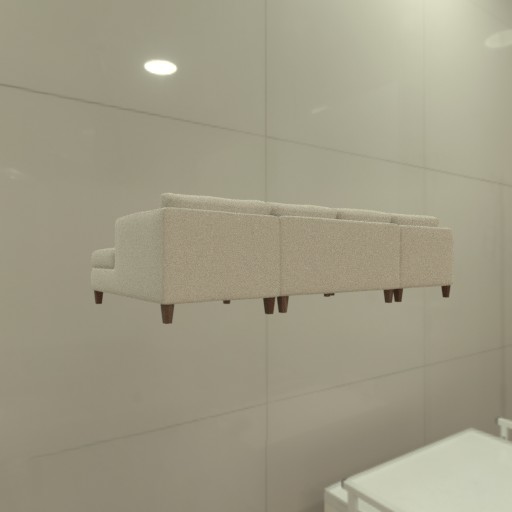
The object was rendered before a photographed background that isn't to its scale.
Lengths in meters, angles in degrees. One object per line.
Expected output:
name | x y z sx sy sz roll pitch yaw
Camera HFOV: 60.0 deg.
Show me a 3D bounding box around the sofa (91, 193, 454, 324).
sofa | 0.000 0.000 4.629 3.238 0.853 2.551 0 0 -36
